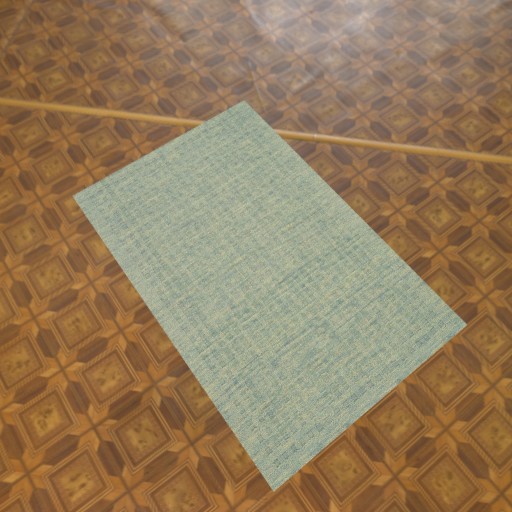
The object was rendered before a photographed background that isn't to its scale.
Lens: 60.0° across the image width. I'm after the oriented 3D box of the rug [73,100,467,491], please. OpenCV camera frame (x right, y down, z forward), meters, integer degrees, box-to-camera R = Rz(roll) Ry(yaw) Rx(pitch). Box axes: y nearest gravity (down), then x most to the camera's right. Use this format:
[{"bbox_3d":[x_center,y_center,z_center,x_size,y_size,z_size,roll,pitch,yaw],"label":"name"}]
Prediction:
[{"bbox_3d":[0.000,0.000,2.222,1.142,0.006,1.752,-34,69,-15],"label":"rug"}]
